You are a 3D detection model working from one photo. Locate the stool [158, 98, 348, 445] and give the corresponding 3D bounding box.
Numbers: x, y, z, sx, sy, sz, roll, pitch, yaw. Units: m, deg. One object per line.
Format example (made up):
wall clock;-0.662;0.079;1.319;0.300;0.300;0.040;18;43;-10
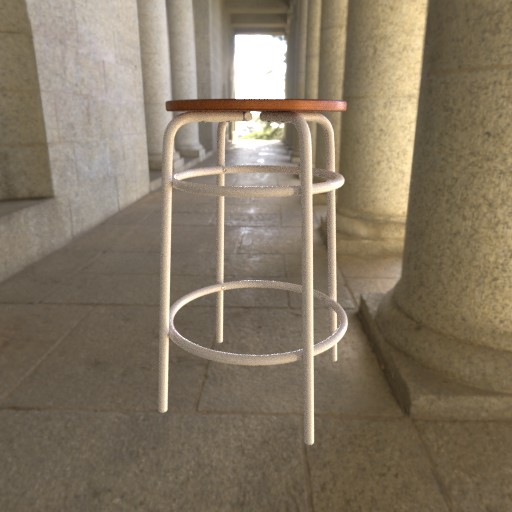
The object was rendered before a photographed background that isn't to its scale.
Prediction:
stool;0.000;0.000;0.927;0.455;0.610;0.455;-9;20;-26
